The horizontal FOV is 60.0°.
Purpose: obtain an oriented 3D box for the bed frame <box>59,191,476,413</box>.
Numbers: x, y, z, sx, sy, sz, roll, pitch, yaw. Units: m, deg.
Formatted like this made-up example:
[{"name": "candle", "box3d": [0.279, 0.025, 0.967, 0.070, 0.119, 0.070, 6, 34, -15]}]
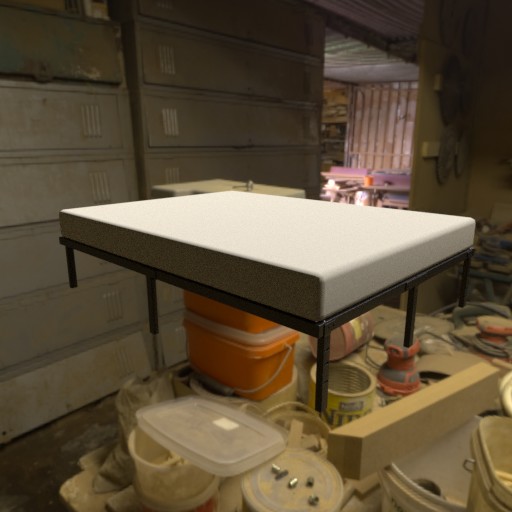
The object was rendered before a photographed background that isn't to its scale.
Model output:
[{"name": "bed frame", "box3d": [0.000, 0.000, 3.513, 2.635, 0.680, 1.990, 14, 20, 42]}]
